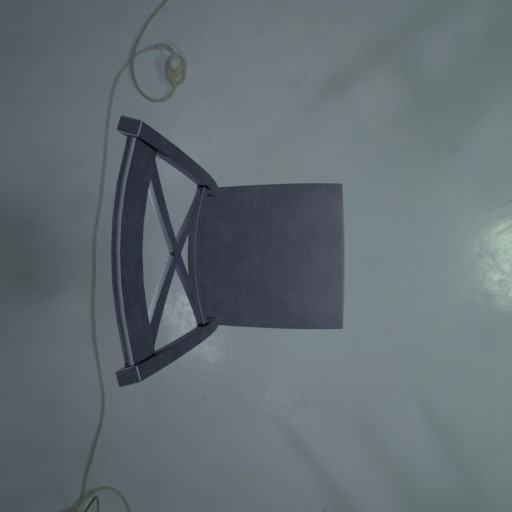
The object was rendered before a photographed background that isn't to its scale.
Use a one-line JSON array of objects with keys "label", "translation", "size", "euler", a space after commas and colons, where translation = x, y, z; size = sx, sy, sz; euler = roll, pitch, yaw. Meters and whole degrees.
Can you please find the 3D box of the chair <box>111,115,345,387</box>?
[{"label": "chair", "translation": [0.000, 0.000, 1.283], "size": [0.542, 0.983, 0.485], "euler": [0, 89, -1]}]
